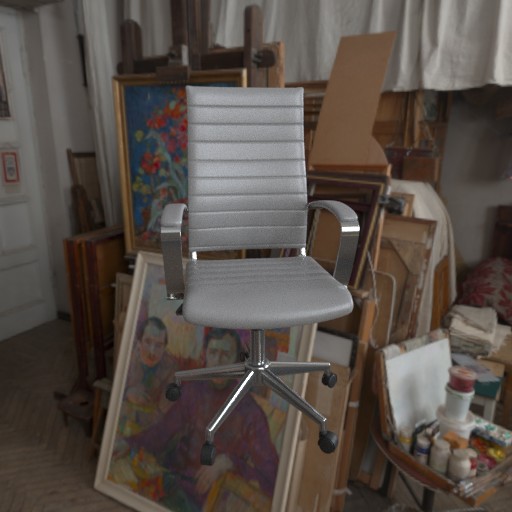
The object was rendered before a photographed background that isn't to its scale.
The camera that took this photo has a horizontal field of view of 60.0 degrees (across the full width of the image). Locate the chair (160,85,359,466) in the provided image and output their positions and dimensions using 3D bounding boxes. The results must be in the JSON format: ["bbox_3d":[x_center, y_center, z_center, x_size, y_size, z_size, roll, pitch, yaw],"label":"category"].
[{"bbox_3d":[0.000,0.000,1.528,0.679,1.149,0.667,-2,16,-8],"label":"chair"}]
